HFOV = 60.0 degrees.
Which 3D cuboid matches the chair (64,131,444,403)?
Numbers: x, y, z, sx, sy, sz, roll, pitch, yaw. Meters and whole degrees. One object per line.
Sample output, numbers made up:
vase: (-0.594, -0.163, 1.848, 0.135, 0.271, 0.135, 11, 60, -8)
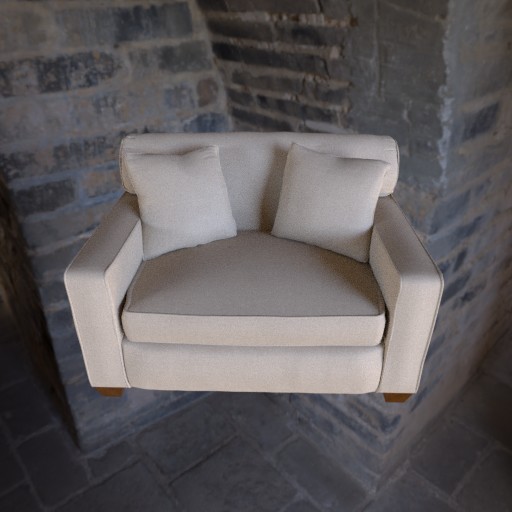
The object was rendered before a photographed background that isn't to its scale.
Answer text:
chair: (0.000, 0.000, 2.053, 1.383, 0.948, 1.000, 1, 30, 1)
